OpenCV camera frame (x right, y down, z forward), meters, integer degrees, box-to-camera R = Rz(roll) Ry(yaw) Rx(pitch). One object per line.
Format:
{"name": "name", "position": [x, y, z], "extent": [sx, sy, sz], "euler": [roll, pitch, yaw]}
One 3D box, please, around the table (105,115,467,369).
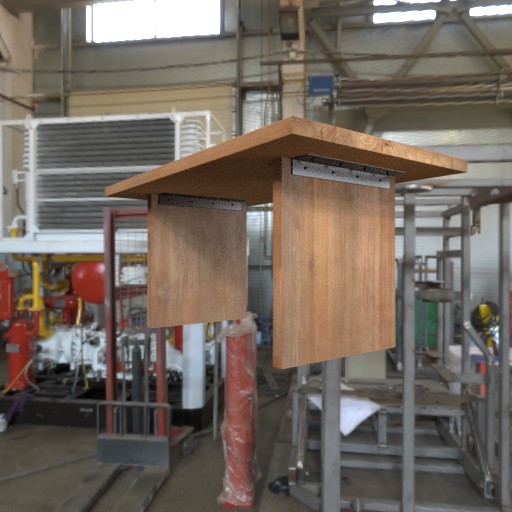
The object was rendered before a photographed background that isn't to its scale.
{"name": "table", "position": [0.000, 0.000, 2.163], "extent": [0.946, 0.780, 1.609], "euler": [0, 0, -37]}
